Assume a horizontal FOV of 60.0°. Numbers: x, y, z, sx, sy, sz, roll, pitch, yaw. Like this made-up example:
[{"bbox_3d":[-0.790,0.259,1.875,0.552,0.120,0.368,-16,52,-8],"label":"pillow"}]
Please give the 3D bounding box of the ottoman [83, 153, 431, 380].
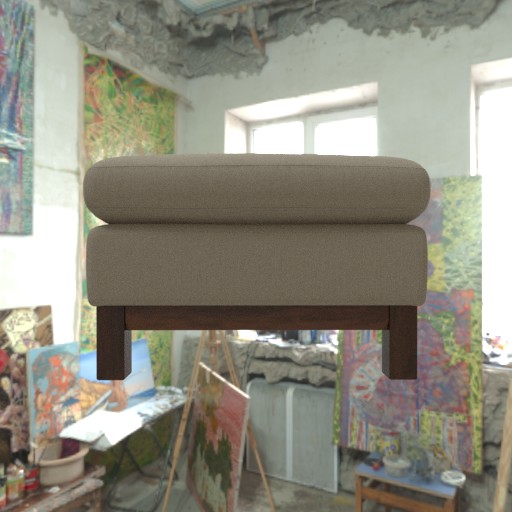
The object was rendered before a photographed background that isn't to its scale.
[{"bbox_3d":[0.000,0.000,1.109,0.606,0.420,0.771,0,0,0],"label":"ottoman"}]
